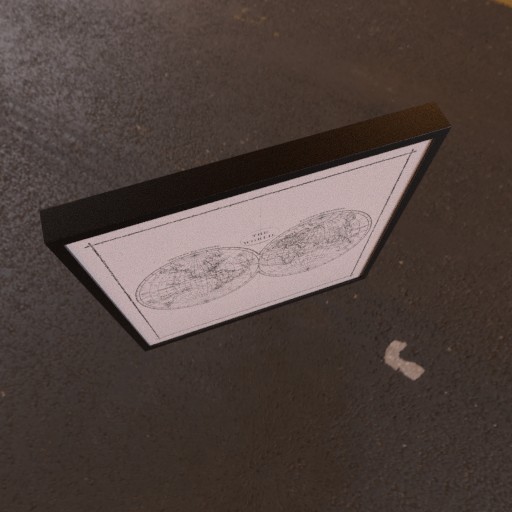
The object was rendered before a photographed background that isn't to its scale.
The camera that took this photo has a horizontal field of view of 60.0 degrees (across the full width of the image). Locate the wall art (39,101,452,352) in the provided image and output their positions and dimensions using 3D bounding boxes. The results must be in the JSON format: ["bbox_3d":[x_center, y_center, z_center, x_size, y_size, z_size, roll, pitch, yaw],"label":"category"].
[{"bbox_3d":[0.000,0.000,0.485,0.327,0.318,0.029,-17,65,-8],"label":"wall art"}]
